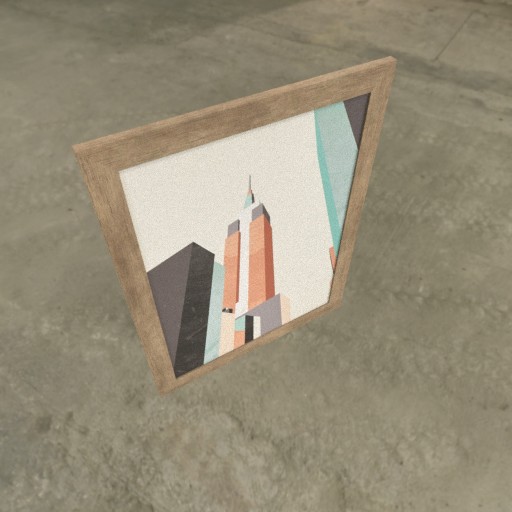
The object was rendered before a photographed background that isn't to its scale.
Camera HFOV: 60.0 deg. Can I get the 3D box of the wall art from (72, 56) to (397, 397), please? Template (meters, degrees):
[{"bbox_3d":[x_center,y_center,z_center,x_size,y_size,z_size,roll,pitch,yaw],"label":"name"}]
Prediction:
[{"bbox_3d":[0.000,0.000,0.902,0.534,0.686,0.018,-23,51,-20],"label":"wall art"}]
